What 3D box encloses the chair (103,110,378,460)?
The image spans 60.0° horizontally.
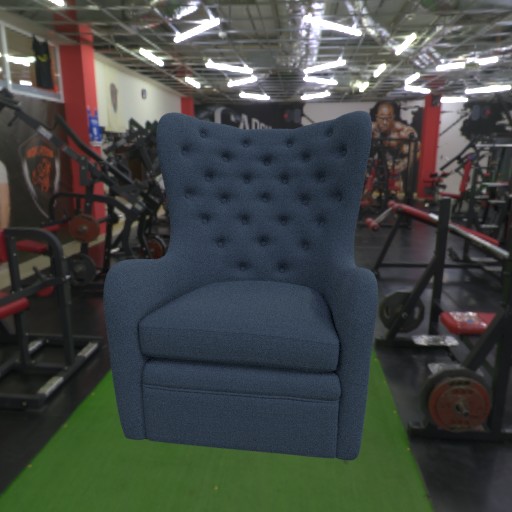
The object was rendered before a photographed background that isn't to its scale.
[{"bbox_3d":[0.000,0.000,1.682,0.831,1.079,0.930,2,14,8],"label":"chair"}]
